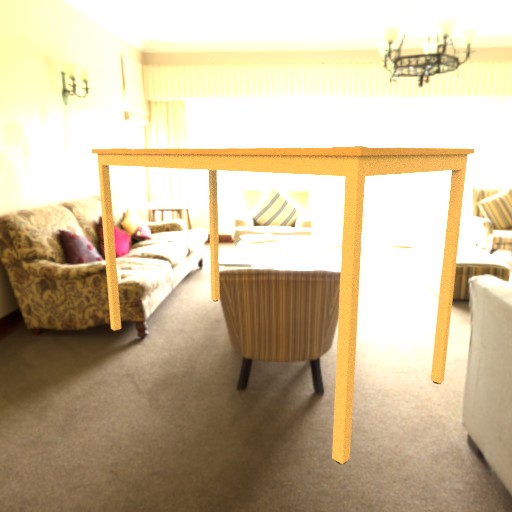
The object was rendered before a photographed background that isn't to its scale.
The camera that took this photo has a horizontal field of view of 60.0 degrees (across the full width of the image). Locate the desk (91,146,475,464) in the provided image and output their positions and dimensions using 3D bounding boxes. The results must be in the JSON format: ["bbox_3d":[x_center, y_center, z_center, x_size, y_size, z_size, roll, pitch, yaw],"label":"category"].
[{"bbox_3d":[0.000,0.000,1.580,0.600,0.750,1.200,-13,18,-43],"label":"desk"}]
